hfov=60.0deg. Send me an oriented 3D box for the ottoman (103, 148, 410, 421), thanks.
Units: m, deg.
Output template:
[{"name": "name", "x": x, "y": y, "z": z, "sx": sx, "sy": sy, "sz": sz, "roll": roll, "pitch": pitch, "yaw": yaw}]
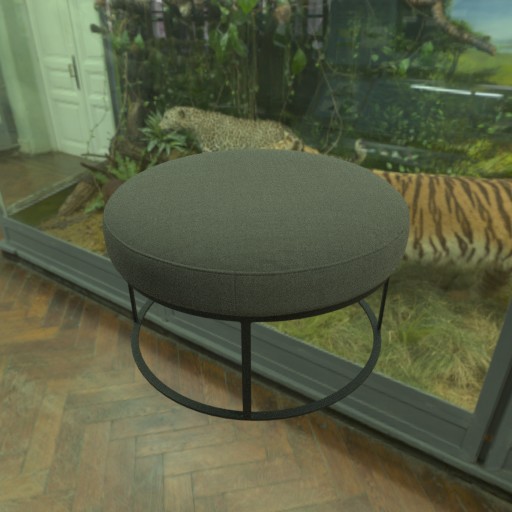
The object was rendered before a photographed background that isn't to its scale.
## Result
[{"name": "ottoman", "x": 0.000, "y": 0.000, "z": 1.222, "sx": 0.772, "sy": 0.460, "sz": 0.772, "roll": 0, "pitch": 29, "yaw": 0}]
